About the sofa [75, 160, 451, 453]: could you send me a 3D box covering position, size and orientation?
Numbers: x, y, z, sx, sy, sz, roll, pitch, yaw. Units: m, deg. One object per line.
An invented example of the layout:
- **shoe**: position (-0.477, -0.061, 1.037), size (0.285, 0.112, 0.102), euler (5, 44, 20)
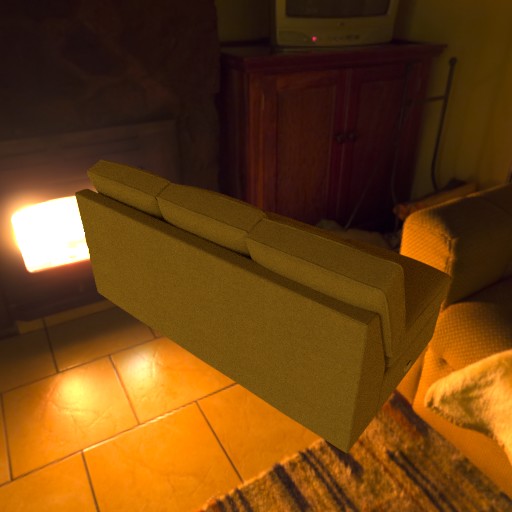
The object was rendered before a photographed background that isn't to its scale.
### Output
- **sofa**: position (0.000, 0.000, 2.769), size (2.092, 1.036, 1.127), euler (23, 37, 34)
